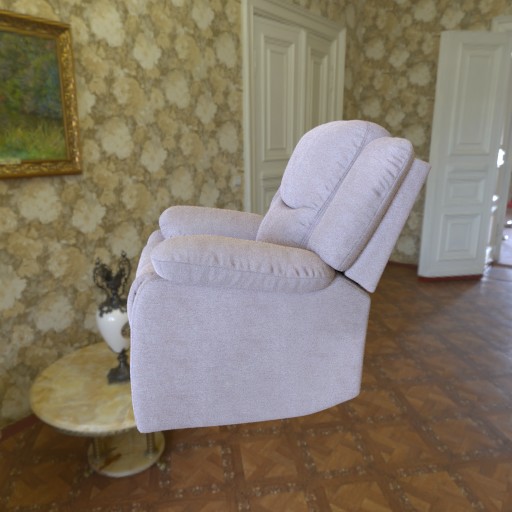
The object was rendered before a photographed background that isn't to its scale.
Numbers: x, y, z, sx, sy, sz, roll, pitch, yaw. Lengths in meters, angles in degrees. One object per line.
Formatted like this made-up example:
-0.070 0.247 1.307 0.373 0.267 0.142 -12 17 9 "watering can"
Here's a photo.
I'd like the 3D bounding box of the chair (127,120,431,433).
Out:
0.000 0.000 1.716 0.944 1.008 0.899 -2 14 -10 "chair"
